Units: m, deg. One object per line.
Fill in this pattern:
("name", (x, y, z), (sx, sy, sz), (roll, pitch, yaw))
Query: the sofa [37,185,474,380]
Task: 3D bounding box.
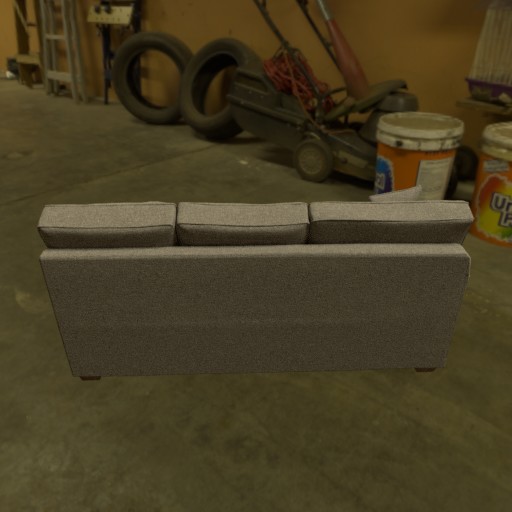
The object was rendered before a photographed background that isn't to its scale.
("sofa", (0.000, 0.000, 2.531), (1.963, 0.946, 1.034), (-1, 30, -2))
